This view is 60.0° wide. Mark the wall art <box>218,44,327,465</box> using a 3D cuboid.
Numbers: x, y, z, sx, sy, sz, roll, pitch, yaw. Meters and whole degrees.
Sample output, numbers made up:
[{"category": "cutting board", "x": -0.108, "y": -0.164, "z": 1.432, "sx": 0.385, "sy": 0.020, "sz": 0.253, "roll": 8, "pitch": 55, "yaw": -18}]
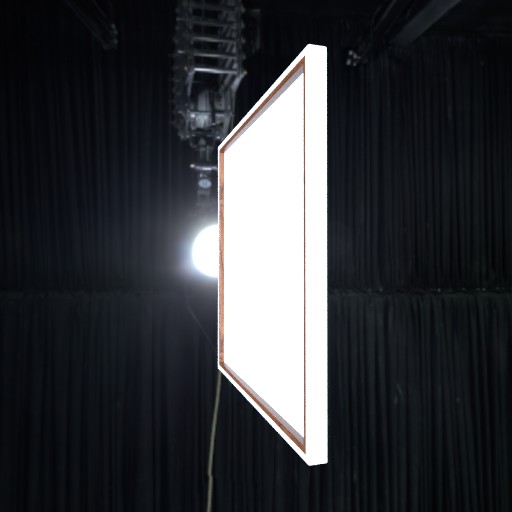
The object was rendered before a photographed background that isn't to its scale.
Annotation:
[{"category": "wall art", "x": 0.000, "y": 0.000, "z": 1.548, "sx": 0.049, "sy": 1.009, "sz": 1.009, "roll": 0, "pitch": -1, "yaw": -17}]
